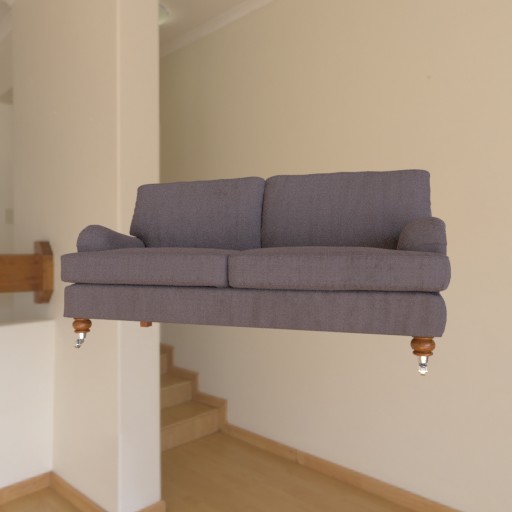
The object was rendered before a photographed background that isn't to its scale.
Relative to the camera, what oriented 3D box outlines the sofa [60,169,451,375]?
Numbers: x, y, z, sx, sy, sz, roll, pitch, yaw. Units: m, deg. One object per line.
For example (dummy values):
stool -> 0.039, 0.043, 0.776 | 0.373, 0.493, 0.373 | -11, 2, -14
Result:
sofa -> 0.000, 0.000, 2.776 | 2.165, 1.087, 1.086 | 0, 0, 18
